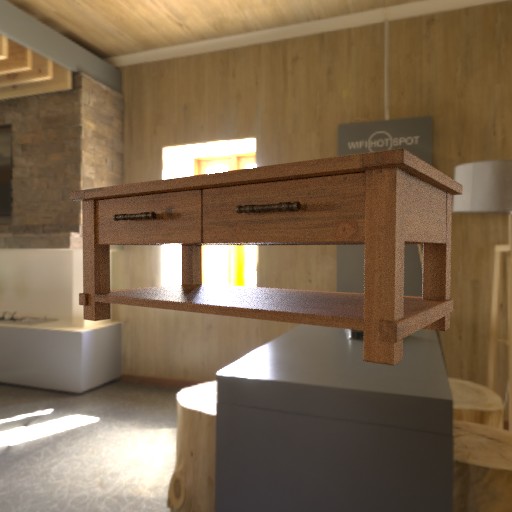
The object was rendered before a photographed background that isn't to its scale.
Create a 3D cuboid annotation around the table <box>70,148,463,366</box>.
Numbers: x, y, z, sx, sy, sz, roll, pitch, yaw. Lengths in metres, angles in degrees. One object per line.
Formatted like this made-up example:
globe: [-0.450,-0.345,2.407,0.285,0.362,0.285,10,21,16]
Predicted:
table: [0.000,0.000,1.620,1.270,0.494,0.693,1,1,35]
